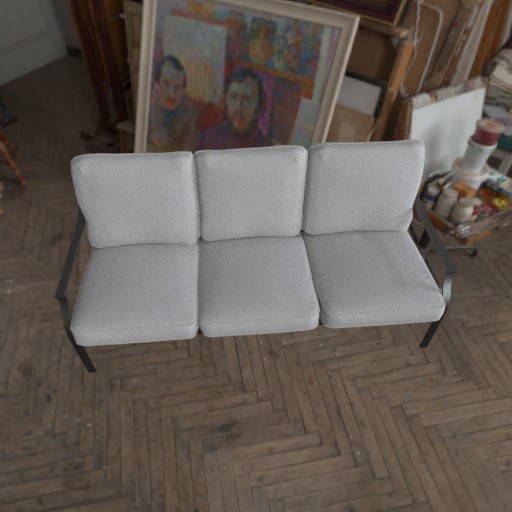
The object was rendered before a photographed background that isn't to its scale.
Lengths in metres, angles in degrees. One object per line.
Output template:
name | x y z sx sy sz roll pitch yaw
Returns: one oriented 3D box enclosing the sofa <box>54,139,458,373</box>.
sofa | 0.000 0.000 2.178 1.740 0.860 0.787 -4 48 -3
